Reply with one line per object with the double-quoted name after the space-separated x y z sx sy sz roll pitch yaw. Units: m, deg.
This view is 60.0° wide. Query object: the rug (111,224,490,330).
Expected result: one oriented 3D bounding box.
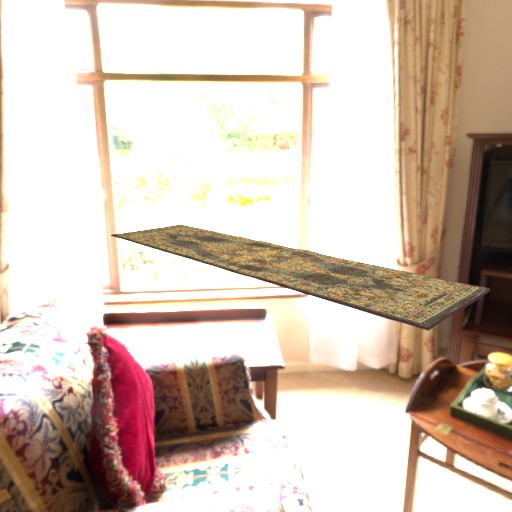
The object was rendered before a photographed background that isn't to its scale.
0.000 0.000 2.498 0.602 0.016 2.283 -13 19 -43 "rug"
